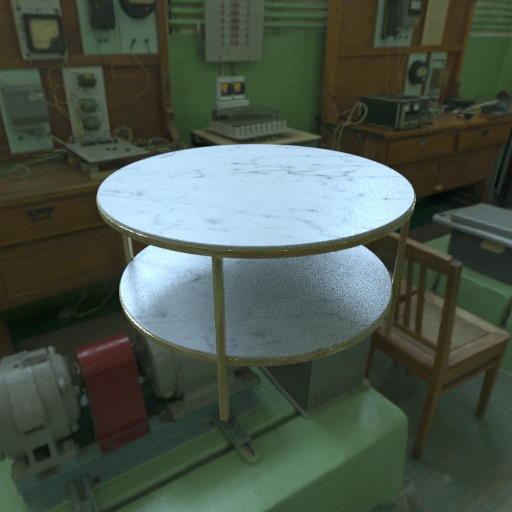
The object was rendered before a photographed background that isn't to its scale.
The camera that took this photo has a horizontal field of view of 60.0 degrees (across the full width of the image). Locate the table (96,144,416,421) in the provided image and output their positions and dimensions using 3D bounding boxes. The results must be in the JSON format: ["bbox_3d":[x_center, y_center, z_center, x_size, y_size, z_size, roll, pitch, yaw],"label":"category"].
[{"bbox_3d":[0.000,0.000,1.266,0.800,0.450,0.800,0,27,0],"label":"table"}]
